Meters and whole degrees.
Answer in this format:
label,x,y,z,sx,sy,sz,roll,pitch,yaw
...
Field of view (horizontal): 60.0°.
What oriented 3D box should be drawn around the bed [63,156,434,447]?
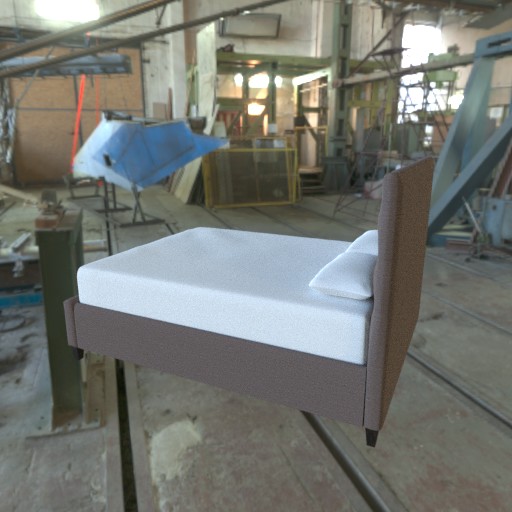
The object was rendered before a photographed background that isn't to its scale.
label,x,y,z,sx,sy,sz,roll,pitch,yaw
bed,0.000,0.000,3.306,2.233,1.426,1.696,7,17,25
